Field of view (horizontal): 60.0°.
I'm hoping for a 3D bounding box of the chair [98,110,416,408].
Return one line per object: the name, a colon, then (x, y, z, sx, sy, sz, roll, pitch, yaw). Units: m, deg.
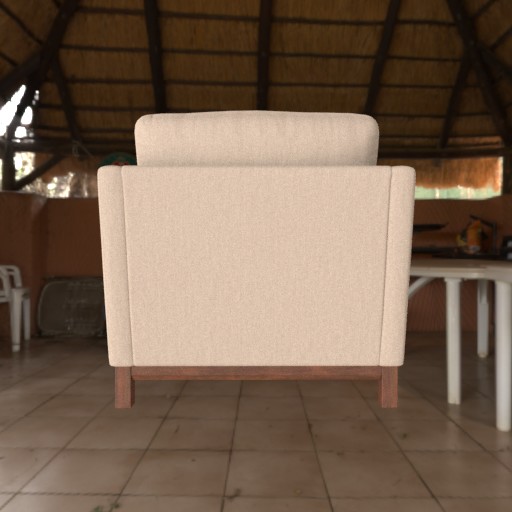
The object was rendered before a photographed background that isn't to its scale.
chair: (0.000, 0.000, 1.715, 0.912, 0.916, 1.001, 0, 0, 0)
